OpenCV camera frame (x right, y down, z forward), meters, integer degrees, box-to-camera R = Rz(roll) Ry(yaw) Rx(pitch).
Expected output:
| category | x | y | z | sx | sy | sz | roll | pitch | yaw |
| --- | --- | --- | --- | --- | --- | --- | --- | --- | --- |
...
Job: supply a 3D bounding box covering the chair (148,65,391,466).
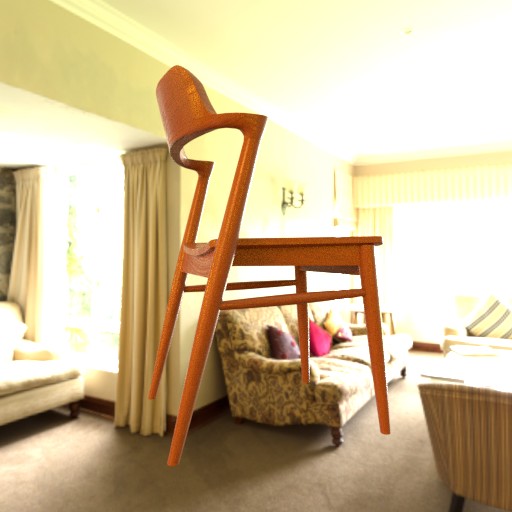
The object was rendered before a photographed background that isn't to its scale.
| category | x | y | z | sx | sy | sz | roll | pitch | yaw |
| --- | --- | --- | --- | --- | --- | --- | --- | --- | --- |
| chair | 0.000 | 0.000 | 1.126 | 0.499 | 0.801 | 0.496 | 0 | 0 | -19 |
